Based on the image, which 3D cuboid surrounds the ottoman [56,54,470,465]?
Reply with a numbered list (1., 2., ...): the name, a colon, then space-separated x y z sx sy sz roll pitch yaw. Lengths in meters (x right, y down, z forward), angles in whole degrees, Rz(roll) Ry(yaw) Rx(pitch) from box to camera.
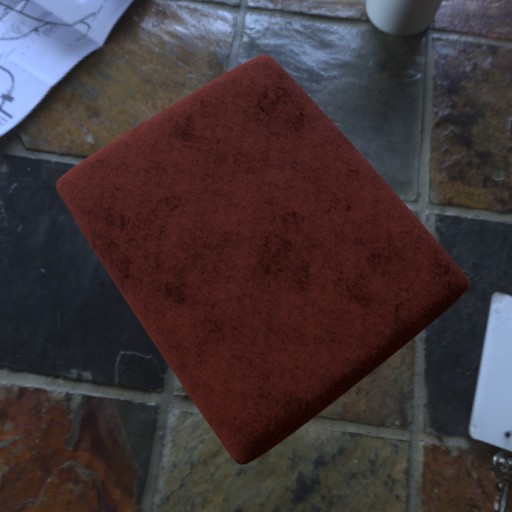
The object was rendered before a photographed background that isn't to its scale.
1. ottoman: 0.000 0.000 1.188 0.650 0.462 0.782 -35 77 -9
